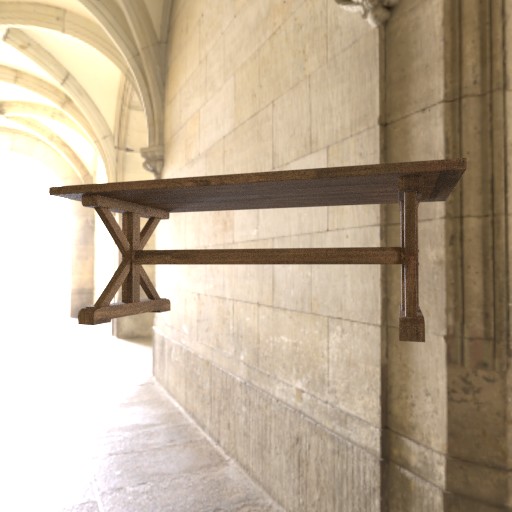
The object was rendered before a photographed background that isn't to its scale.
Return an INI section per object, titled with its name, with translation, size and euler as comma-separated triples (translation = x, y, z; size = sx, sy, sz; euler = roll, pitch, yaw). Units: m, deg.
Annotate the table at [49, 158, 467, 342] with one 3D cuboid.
[table]
translation = 0.000, 0.000, 2.468
size = 2.031, 0.733, 0.907
euler = 0, -1, 18
